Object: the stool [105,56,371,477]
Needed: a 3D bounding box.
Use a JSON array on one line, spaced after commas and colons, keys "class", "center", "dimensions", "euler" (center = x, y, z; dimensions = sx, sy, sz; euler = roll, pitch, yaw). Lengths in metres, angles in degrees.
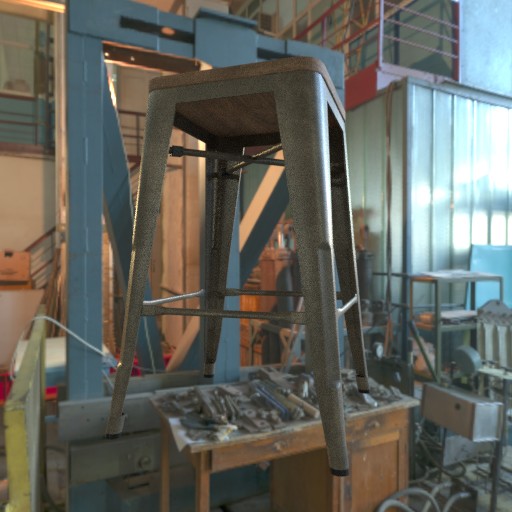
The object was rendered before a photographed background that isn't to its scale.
[{"class": "stool", "center": [0.000, 0.000, 0.866], "dimensions": [0.407, 0.607, 0.407], "euler": [0, 0, 19]}]
